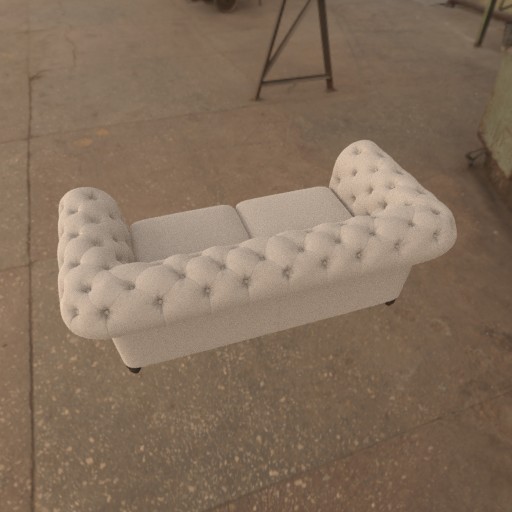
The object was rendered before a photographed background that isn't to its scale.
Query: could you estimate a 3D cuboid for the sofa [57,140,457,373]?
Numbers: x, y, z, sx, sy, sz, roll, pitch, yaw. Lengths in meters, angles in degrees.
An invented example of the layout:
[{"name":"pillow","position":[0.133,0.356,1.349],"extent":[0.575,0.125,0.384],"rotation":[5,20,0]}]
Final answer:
[{"name":"sofa","position":[0.000,0.000,2.516],"extent":[1.998,0.764,0.986],"rotation":[-12,44,-13]}]
